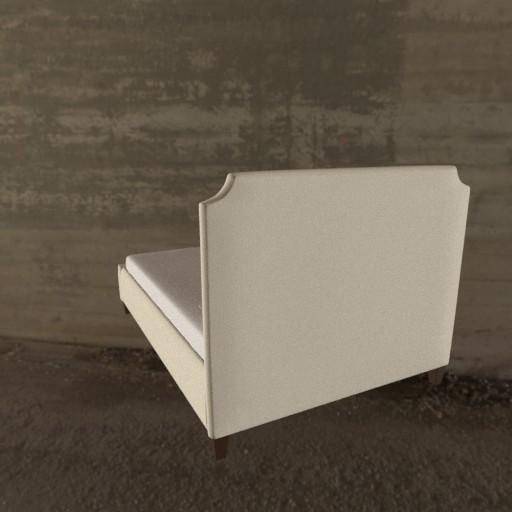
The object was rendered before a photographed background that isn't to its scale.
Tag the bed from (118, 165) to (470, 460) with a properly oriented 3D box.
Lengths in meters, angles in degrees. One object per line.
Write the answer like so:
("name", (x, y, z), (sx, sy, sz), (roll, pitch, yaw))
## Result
("bed", (0.000, 0.000, 3.407), (1.712, 1.443, 2.372), (-7, 16, -26))
